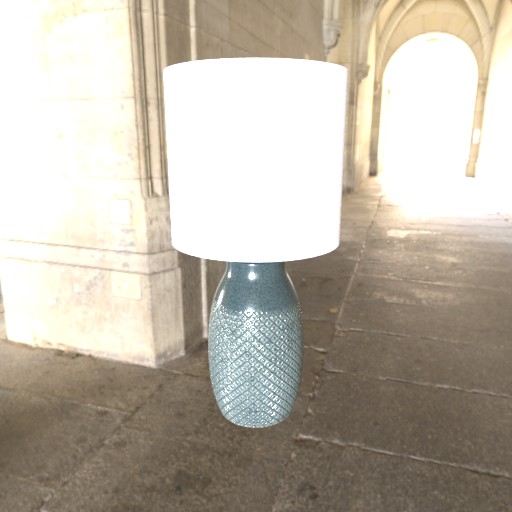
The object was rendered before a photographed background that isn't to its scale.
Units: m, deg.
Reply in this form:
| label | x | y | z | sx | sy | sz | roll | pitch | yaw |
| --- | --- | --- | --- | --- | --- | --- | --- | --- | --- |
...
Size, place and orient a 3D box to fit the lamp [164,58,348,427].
| label | x | y | z | sx | sy | sz | roll | pitch | yaw |
| --- | --- | --- | --- | --- | --- | --- | --- | --- | --- |
| lamp | 0.000 | 0.000 | 0.589 | 0.217 | 0.453 | 0.217 | -8 | 17 | -26 |
